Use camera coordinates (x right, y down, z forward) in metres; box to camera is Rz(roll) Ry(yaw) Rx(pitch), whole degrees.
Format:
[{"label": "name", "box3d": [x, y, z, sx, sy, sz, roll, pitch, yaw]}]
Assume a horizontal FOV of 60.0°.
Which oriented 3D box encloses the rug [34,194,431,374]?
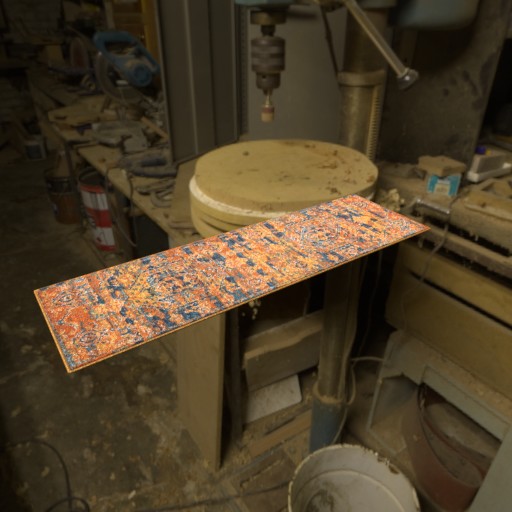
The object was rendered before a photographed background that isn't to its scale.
[{"label": "rug", "box3d": [0.000, 0.000, 2.051, 1.820, 0.013, 0.556, -19, 35, -29]}]
